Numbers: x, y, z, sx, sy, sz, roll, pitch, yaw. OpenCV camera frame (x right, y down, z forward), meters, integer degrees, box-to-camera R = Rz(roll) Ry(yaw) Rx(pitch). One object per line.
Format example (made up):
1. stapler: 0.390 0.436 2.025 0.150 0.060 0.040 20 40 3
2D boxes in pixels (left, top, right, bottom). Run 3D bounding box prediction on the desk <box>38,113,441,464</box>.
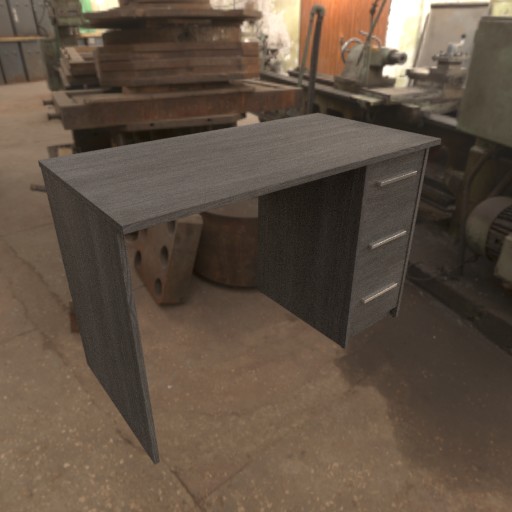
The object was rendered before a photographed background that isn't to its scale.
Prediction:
1. desk: 0.000 0.000 1.508 1.097 0.735 0.560 -21 35 -33
